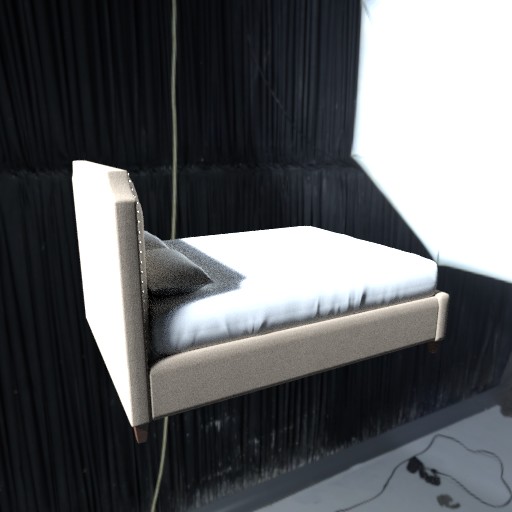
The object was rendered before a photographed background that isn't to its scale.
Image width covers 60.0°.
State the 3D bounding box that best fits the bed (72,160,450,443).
[{"bbox_3d":[0.000,0.000,3.378,2.329,1.415,1.703,-7,16,-27],"label":"bed"}]
